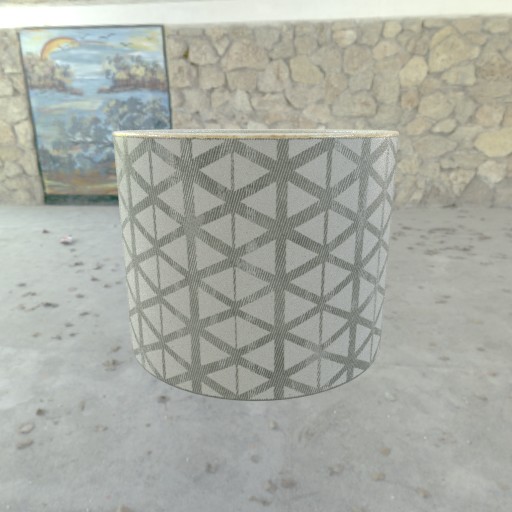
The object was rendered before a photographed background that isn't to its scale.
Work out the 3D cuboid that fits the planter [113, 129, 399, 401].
[{"bbox_3d":[0.000,0.000,0.439,0.250,0.239,0.250,0,17,0],"label":"planter"}]
